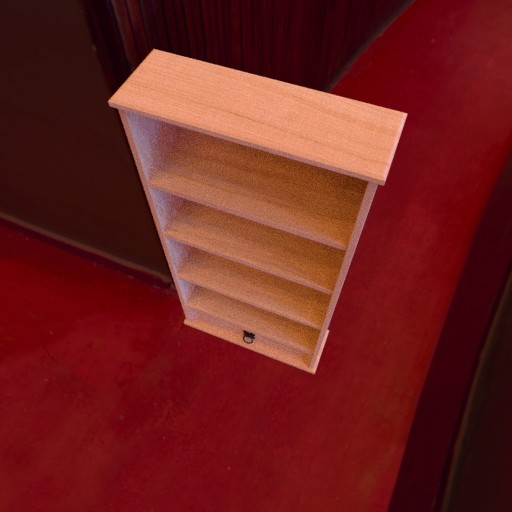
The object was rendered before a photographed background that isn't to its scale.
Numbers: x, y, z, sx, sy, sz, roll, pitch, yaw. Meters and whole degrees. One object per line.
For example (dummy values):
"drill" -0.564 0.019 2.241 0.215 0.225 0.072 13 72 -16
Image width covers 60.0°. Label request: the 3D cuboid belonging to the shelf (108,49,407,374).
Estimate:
"shelf" 0.000 0.000 1.243 0.520 1.030 0.175 19 60 11
